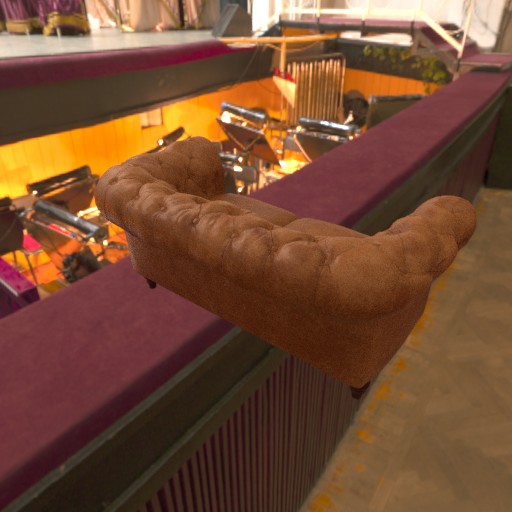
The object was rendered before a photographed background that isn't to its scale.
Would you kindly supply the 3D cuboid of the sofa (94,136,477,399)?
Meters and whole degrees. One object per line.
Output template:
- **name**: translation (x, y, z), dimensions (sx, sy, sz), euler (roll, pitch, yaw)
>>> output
- **sofa**: translation (0.000, 0.000, 2.494), dimensions (1.979, 0.877, 1.042), euler (22, 37, 33)
